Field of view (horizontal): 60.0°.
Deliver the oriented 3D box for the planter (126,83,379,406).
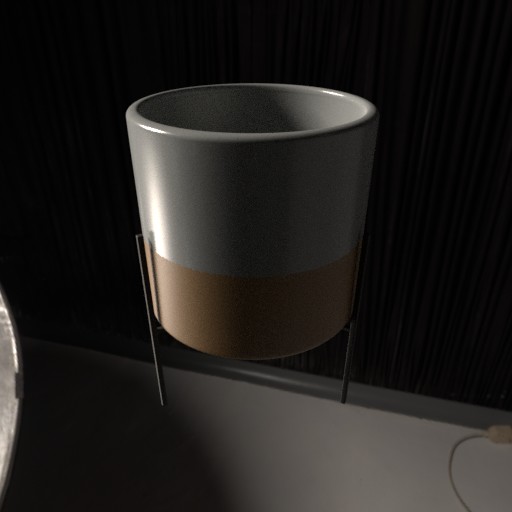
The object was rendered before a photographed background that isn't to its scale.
[{"bbox_3d":[0.000,0.000,0.648,0.310,0.432,0.310,7,31,12],"label":"planter"}]
